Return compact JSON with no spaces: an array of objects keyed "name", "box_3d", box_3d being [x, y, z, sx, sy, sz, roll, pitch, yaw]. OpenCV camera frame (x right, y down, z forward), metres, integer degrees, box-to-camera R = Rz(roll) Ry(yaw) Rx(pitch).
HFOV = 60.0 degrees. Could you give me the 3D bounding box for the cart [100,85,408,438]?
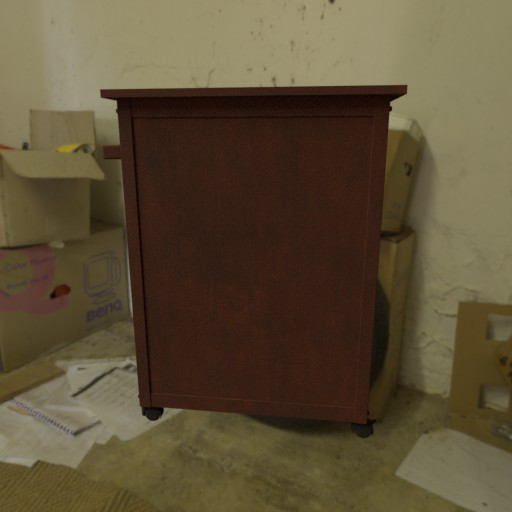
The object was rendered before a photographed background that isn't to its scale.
[{"name":"cart","box_3d":[0.000,0.000,1.272,0.683,0.864,0.442,2,15,7]}]
